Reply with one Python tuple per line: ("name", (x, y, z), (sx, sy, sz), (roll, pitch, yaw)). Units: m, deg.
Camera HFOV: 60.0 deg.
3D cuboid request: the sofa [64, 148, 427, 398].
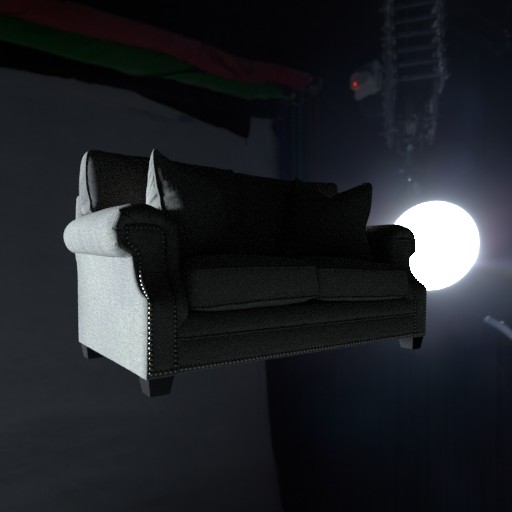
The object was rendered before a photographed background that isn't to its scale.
("sofa", (0.000, 0.000, 2.260), (1.701, 0.966, 0.966), (1, -1, -35))
